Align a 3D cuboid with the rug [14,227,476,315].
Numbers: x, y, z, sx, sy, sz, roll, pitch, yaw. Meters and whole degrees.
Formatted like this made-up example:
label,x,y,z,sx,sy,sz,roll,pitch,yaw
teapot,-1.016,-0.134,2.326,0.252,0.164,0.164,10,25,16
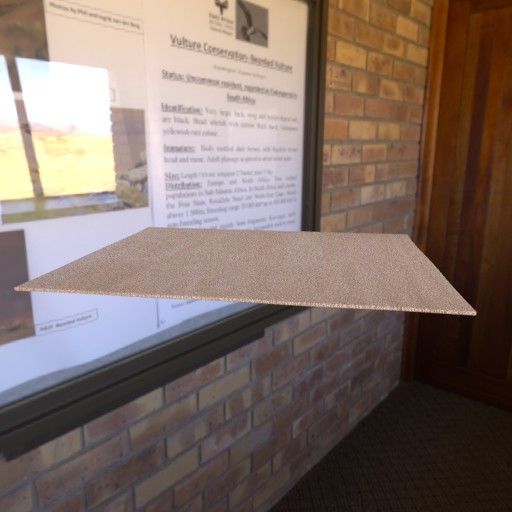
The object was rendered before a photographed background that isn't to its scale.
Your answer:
label,x,y,z,sx,sy,sz,roll,pitch,yaw
rug,0.000,0.000,3.982,3.000,0.025,2.400,2,14,9
